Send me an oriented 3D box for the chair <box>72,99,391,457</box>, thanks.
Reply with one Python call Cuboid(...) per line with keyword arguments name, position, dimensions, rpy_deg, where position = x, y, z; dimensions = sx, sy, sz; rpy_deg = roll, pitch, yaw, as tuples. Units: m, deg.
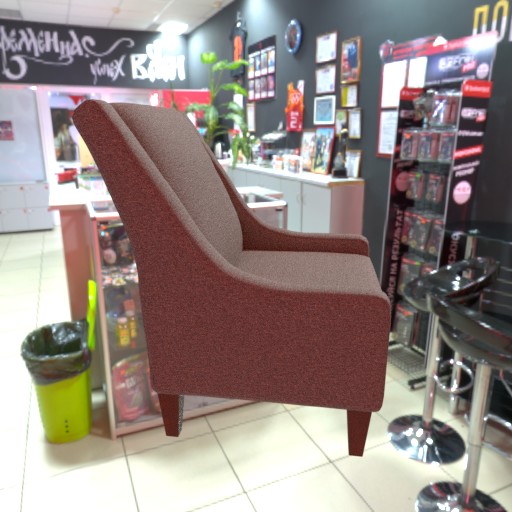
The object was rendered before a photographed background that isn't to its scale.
Cuboid(name="chair", position=(0.000, 0.000, 1.569), dimensions=(0.870, 1.016, 0.774), rpy_deg=(2, 16, 9))
